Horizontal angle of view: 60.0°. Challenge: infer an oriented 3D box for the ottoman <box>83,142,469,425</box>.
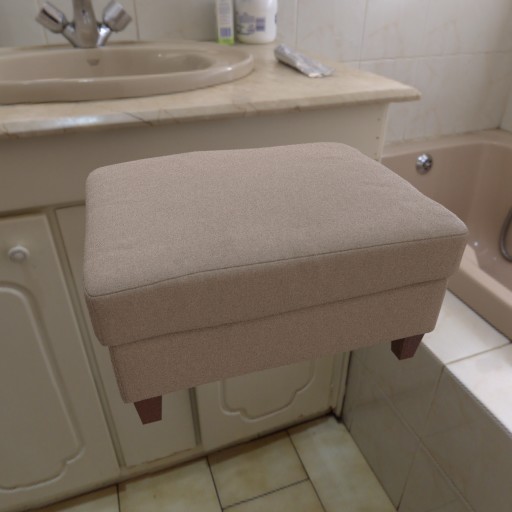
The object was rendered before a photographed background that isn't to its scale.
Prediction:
[{"bbox_3d":[0.000,0.000,1.318,0.902,0.511,0.692,-9,34,-15],"label":"ottoman"}]
